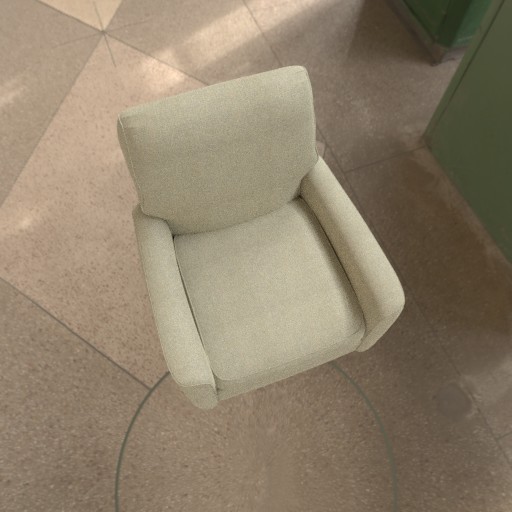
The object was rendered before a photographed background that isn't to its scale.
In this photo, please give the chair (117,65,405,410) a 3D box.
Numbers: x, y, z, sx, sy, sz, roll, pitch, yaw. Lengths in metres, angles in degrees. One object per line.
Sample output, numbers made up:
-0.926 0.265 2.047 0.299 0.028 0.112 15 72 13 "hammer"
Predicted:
0.000 0.000 1.682 0.850 1.006 0.853 -18 65 -9 "chair"
